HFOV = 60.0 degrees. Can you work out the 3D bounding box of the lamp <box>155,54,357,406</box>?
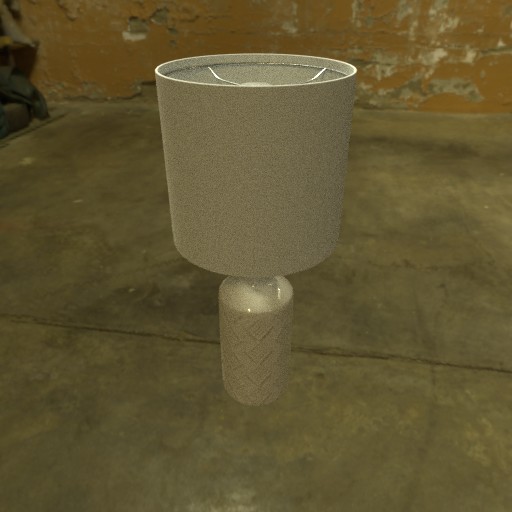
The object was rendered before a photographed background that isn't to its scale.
[{"bbox_3d":[0.000,0.000,0.581,0.207,0.461,0.207,-20,37,-30],"label":"lamp"}]
